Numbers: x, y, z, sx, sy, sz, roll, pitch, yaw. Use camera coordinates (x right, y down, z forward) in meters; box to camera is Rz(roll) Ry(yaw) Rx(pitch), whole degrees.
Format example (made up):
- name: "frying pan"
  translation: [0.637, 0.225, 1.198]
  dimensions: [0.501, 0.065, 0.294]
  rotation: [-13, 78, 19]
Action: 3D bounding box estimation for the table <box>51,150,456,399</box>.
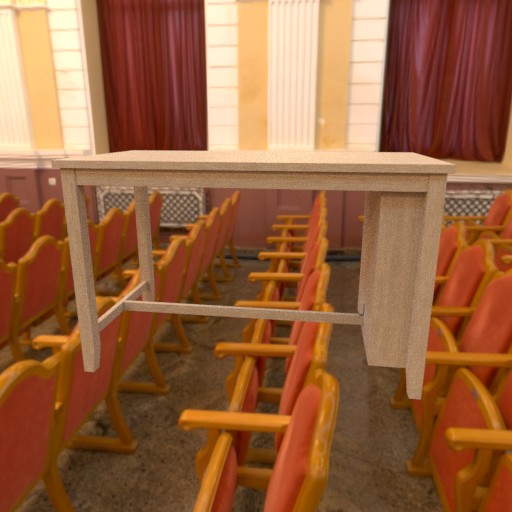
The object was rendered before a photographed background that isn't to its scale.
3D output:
- name: "table"
  translation: [0.000, 0.000, 1.978]
  dimensions: [1.397, 0.874, 0.729]
  rotation: [2, 16, 8]
